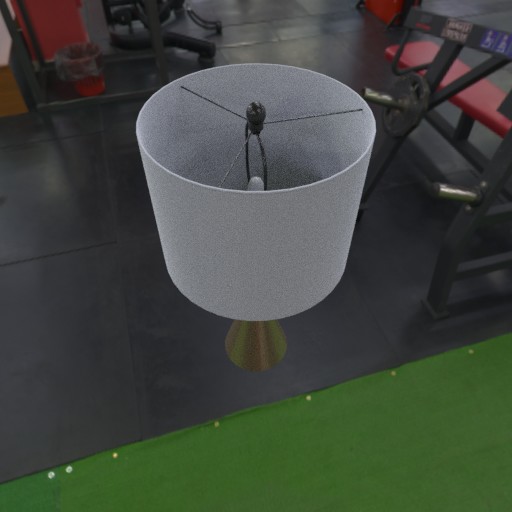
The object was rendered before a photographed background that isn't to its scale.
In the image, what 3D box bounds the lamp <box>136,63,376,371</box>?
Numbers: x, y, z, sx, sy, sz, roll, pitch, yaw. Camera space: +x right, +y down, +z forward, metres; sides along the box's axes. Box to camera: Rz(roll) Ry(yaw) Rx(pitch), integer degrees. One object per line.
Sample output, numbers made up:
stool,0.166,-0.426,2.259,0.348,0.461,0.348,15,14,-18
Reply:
lamp,0.000,0.000,0.768,0.304,0.573,0.304,-11,49,-9
